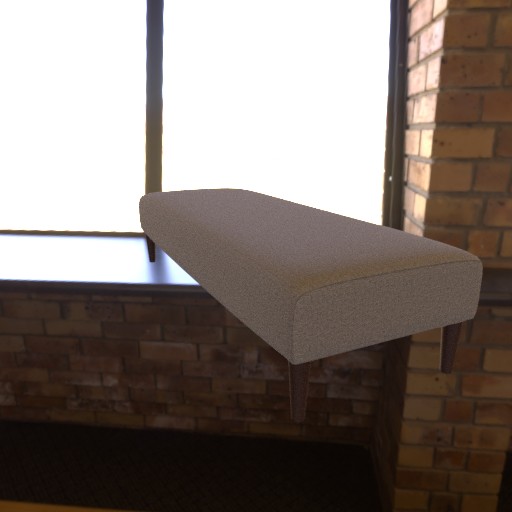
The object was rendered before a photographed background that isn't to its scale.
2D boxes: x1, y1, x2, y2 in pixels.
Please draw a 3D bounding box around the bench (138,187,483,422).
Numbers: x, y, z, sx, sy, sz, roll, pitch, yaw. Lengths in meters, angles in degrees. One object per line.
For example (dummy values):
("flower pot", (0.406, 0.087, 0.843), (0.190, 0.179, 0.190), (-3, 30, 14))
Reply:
("bench", (0.000, 0.000, 1.791), (0.631, 0.383, 1.598), (-8, 18, -25))
